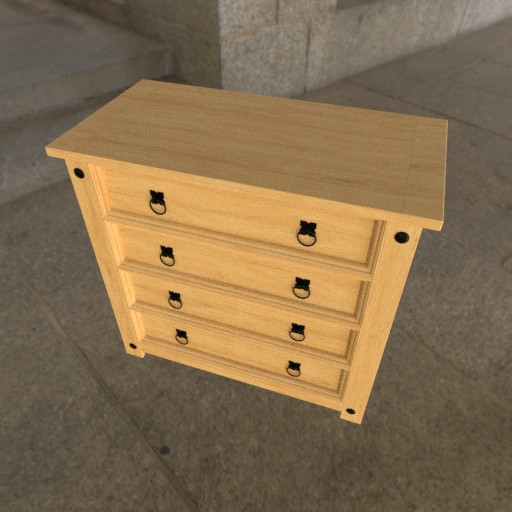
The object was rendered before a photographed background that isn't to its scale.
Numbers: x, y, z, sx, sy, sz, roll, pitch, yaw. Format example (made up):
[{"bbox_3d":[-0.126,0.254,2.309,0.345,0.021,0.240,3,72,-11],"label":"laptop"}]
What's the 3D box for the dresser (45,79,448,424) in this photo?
[{"bbox_3d":[0.000,0.000,1.222,0.800,0.730,0.410,13,43,14],"label":"dresser"}]
